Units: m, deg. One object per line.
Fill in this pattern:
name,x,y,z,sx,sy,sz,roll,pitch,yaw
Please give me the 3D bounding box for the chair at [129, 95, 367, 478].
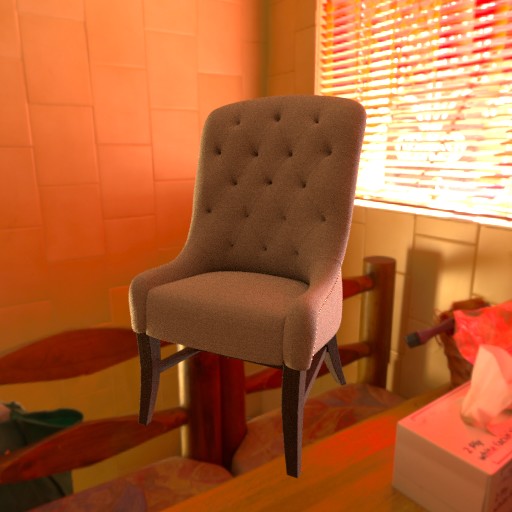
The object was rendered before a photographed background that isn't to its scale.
chair,0.000,0.000,1.512,0.634,1.091,0.629,7,15,26
